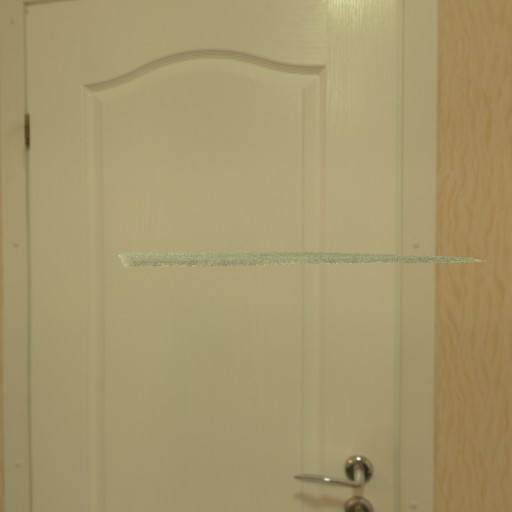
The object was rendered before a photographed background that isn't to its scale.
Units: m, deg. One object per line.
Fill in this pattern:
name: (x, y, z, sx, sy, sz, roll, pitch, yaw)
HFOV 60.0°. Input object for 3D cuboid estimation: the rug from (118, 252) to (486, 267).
rug: (0.000, 0.000, 3.964, 2.332, 0.027, 2.933, 0, 1, -18)
